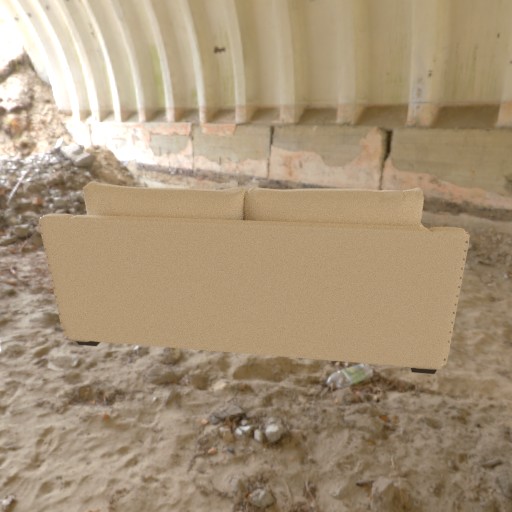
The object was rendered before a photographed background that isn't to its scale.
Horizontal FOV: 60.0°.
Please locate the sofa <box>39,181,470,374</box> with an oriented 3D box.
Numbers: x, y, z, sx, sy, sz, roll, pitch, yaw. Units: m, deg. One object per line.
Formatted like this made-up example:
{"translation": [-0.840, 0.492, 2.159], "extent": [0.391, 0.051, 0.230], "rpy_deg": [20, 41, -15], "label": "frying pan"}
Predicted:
{"translation": [0.000, 0.000, 2.352], "extent": [1.812, 0.830, 0.949], "rpy_deg": [3, 17, 9], "label": "sofa"}
